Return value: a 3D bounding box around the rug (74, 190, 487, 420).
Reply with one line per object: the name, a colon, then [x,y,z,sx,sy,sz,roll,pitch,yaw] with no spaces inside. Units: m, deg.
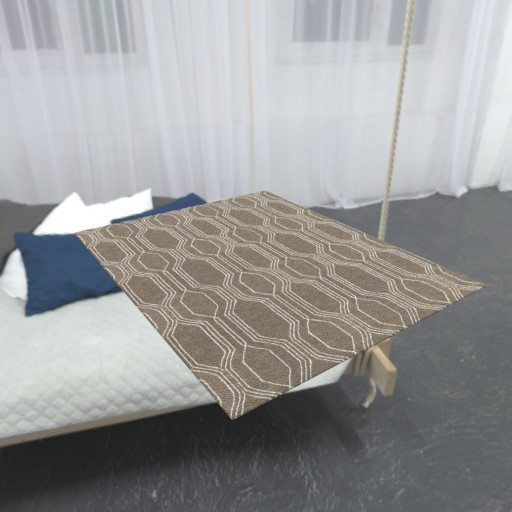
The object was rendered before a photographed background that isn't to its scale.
rug: [0.000,0.000,4.103,2.457,0.012,3.062,-17,31,-31]
